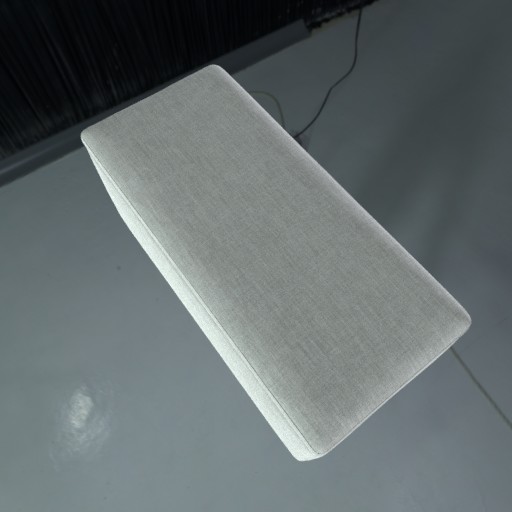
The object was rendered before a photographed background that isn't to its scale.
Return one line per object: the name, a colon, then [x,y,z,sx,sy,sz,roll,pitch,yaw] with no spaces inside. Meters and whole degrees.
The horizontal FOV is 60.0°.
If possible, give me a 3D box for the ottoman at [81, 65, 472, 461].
ottoman: [0.000,0.000,1.117,0.419,0.432,0.902,-34,69,-15]
